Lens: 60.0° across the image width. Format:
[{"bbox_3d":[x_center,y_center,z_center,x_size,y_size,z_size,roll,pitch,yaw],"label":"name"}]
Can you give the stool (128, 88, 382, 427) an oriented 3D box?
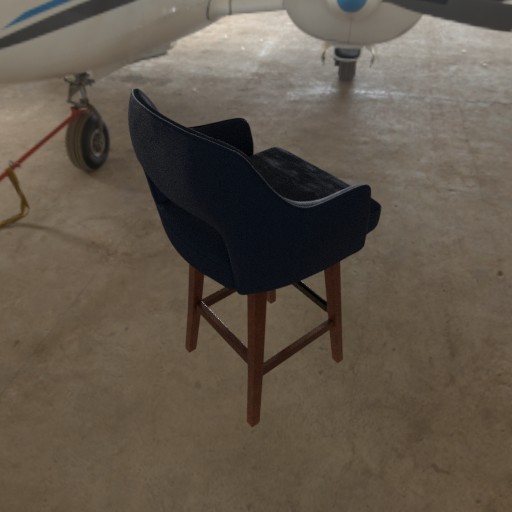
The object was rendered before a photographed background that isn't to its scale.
[{"bbox_3d":[0.000,0.000,1.360,0.560,1.041,0.550,-28,48,-28],"label":"stool"}]
